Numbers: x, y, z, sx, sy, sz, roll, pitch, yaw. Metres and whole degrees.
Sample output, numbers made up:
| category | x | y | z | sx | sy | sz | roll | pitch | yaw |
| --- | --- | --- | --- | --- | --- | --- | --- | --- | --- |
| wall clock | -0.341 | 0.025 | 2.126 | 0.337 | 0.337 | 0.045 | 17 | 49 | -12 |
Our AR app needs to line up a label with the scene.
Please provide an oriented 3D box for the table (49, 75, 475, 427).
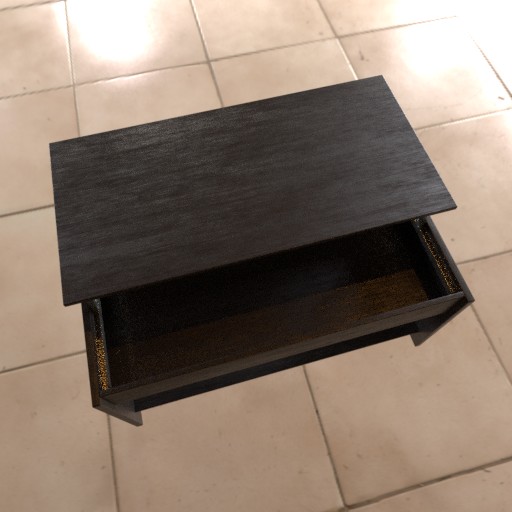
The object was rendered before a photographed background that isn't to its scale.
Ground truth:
| category | x | y | z | sx | sy | sz | roll | pitch | yaw |
| --- | --- | --- | --- | --- | --- | --- | --- | --- | --- |
| table | 0.000 | 0.000 | 1.395 | 1.000 | 0.570 | 0.712 | -14 | 64 | -7 |
